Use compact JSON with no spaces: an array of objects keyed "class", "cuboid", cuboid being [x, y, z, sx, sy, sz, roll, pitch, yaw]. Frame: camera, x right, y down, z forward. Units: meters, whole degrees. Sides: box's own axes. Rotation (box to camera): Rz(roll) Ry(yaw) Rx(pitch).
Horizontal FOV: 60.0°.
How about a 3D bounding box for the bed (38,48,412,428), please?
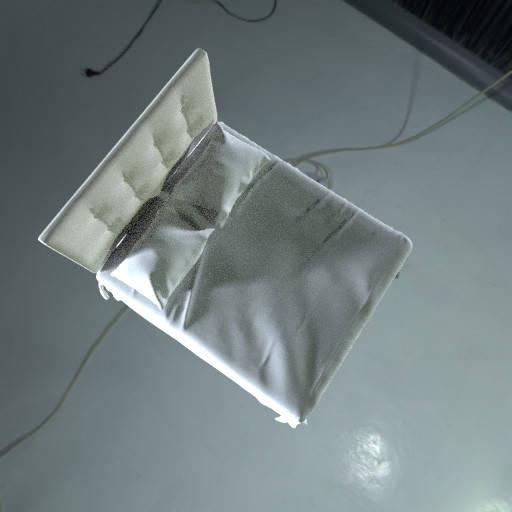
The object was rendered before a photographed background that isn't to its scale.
[{"class":"bed","cuboid":[0.000,0.000,3.410,2.222,1.577,1.936,34,78,8]}]
